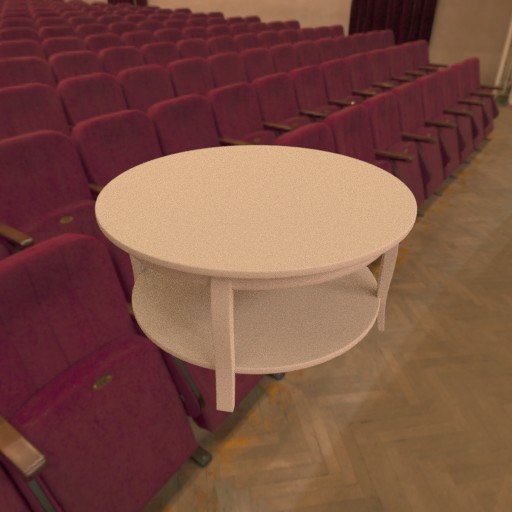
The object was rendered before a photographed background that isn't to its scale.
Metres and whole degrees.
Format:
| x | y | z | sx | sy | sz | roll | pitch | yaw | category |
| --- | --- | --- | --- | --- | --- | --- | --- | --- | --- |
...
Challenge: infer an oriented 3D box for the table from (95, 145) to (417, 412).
| x | y | z | sx | sy | sz | roll | pitch | yaw | category |
| --- | --- | --- | --- | --- | --- | --- | --- | --- | --- |
| 0.000 | 0.000 | 1.426 | 0.910 | 0.457 | 0.910 | 0 | 30 | 0 | table |
